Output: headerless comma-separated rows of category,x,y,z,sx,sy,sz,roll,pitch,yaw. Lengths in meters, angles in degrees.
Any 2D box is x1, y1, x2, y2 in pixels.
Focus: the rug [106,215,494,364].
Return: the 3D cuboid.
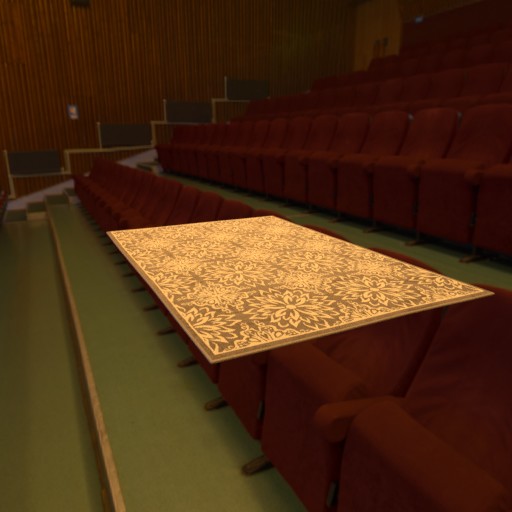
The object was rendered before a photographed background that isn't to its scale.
rug,0.000,0.000,2.313,1.224,0.012,1.847,-8,18,-26
